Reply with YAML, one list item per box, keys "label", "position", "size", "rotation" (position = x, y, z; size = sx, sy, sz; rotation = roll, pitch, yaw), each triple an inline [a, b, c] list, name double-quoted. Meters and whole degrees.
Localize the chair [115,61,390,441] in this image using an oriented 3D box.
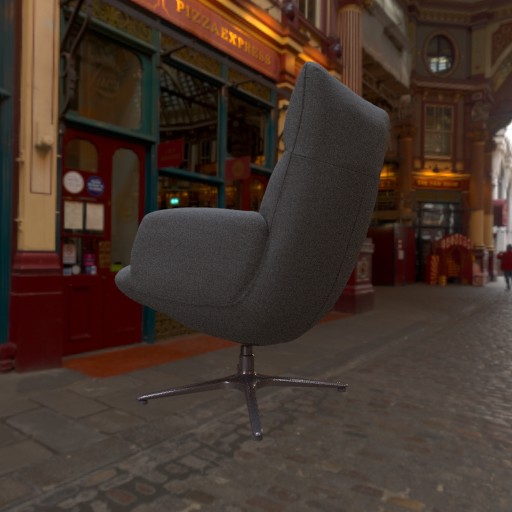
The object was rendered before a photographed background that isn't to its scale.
- label: "chair"
  position: [0.000, 0.000, 1.520]
  size: [0.831, 0.984, 0.702]
  rotation: [0, 0, 36]
